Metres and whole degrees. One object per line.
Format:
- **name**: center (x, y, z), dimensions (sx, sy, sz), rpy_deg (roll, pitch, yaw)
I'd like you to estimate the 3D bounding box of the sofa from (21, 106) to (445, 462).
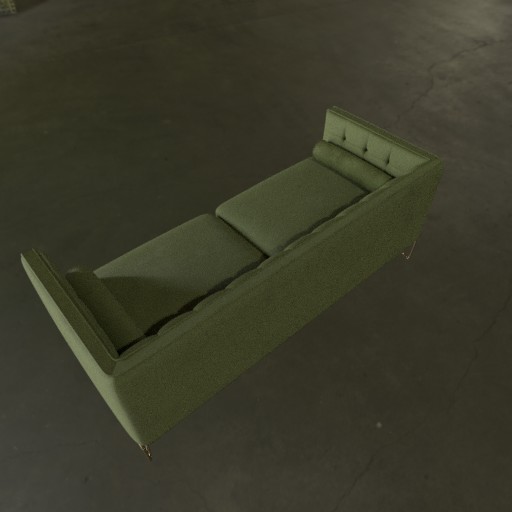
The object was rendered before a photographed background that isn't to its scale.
- **sofa**: center (0.000, 0.000, 2.474), dimensions (2.087, 0.789, 0.867), rpy_deg (-32, 54, -27)
